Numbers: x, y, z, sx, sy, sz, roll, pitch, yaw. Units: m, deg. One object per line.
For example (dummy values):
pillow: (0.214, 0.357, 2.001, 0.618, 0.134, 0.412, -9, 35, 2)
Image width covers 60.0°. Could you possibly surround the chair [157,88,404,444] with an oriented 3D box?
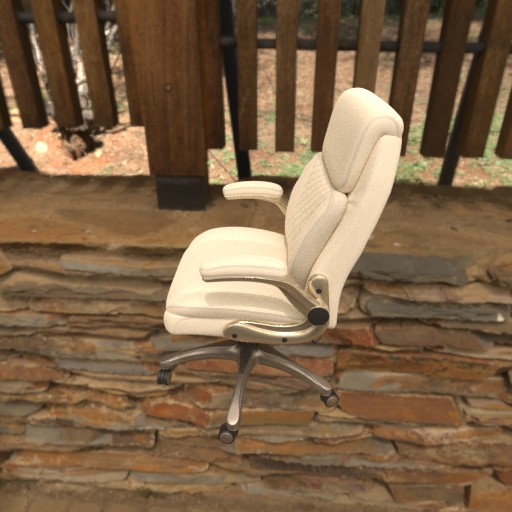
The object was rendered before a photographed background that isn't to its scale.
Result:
chair: (0.000, 0.000, 1.602, 0.794, 1.110, 0.740, -1, 28, -1)
